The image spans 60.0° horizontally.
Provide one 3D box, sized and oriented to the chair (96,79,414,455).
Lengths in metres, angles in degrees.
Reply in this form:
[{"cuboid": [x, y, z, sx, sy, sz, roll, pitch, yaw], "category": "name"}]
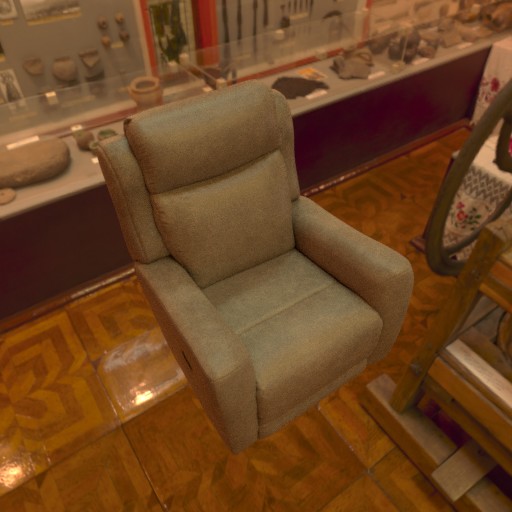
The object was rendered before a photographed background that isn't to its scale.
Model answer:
[{"cuboid": [0.000, 0.000, 1.950, 0.965, 1.116, 1.068, -25, 51, -22], "category": "chair"}]
